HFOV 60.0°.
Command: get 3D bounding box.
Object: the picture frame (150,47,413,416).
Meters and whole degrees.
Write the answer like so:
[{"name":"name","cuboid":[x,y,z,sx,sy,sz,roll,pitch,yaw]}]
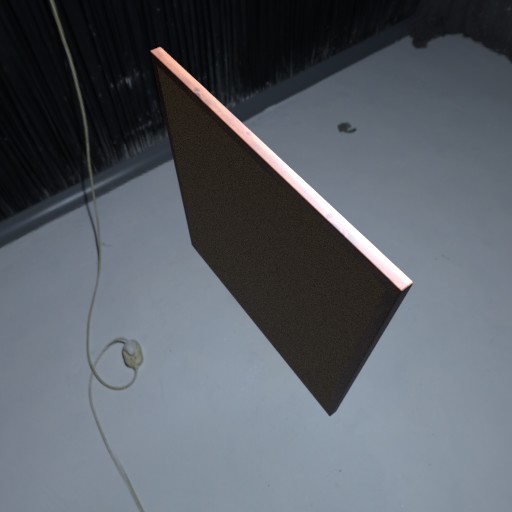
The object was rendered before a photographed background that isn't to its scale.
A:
[{"name":"picture frame","cuboid":[0.000,0.000,1.223,0.029,0.817,0.810,-32,62,-19]}]
